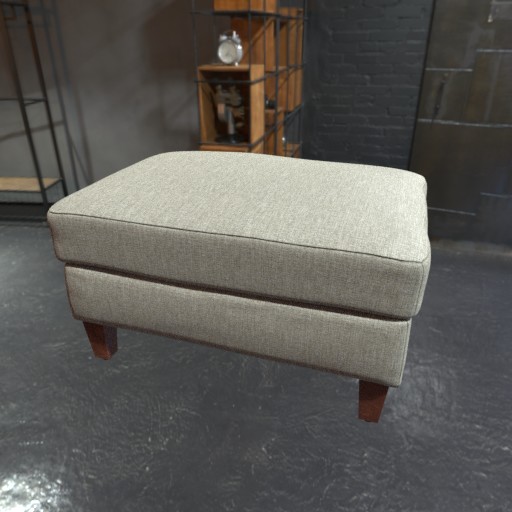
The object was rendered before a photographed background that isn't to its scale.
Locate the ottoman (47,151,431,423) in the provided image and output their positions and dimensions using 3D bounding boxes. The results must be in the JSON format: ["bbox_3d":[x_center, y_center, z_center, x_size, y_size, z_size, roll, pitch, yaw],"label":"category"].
[{"bbox_3d":[0.000,0.000,1.259,0.873,0.494,0.639,8,28,16],"label":"ottoman"}]
